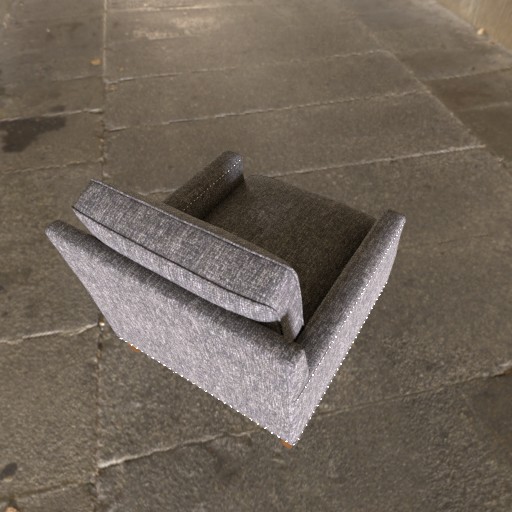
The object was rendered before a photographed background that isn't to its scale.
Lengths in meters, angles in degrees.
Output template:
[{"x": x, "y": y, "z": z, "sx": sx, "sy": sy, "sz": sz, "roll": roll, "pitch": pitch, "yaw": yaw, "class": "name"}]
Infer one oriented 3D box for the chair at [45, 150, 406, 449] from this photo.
[{"x": 0.000, "y": 0.000, "z": 1.676, "sx": 0.853, "sy": 0.943, "sz": 1.014, "roll": 25, "pitch": 52, "yaw": 22, "class": "chair"}]
